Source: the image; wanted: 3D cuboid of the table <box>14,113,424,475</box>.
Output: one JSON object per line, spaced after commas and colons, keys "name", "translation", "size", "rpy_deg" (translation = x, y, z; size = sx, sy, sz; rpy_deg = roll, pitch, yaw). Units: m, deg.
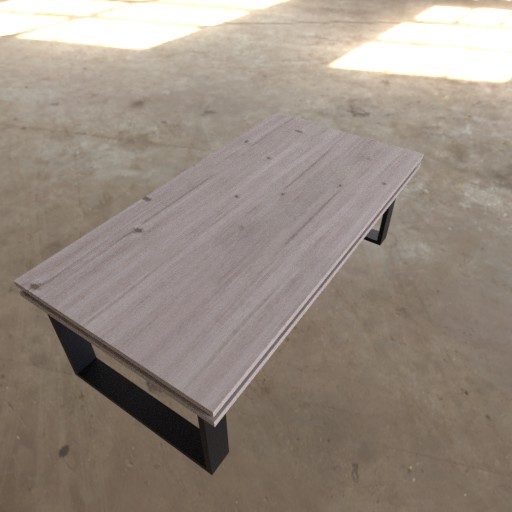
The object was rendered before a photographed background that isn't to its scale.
{"name": "table", "translation": [0.000, 0.000, 1.643], "size": [0.700, 0.450, 1.350], "rpy_deg": [24, 47, 25]}
